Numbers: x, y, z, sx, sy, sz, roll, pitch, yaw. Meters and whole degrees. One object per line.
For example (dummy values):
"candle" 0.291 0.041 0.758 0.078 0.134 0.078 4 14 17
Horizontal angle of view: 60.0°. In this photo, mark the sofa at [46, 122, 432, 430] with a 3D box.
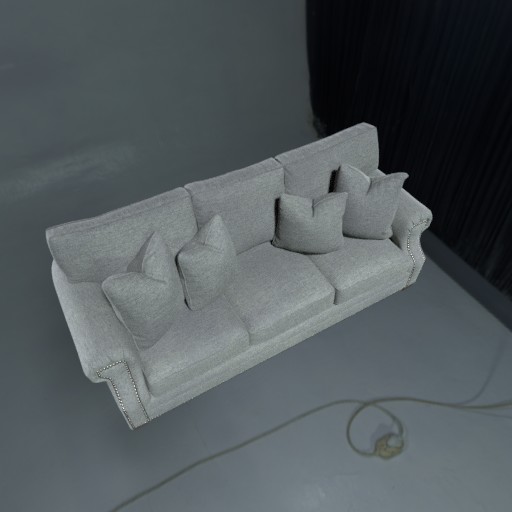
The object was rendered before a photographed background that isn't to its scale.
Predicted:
"sofa" 0.000 0.000 2.806 2.312 0.975 0.965 -23 51 -20
